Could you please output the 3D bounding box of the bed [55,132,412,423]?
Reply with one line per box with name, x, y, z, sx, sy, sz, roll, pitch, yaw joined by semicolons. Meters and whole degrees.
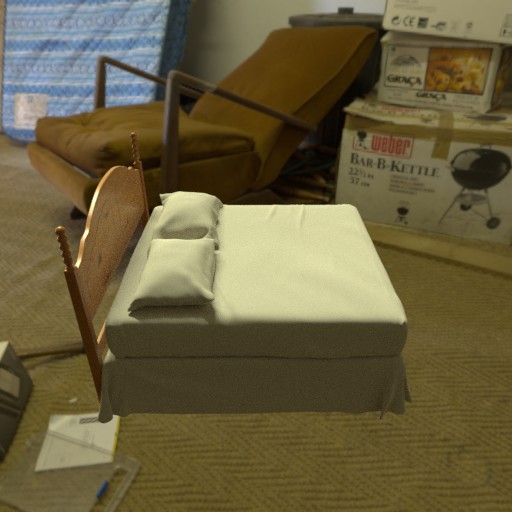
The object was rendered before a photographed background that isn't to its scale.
bed;0.000;0.000;3.255;2.040;1.356;1.873;0;32;0
